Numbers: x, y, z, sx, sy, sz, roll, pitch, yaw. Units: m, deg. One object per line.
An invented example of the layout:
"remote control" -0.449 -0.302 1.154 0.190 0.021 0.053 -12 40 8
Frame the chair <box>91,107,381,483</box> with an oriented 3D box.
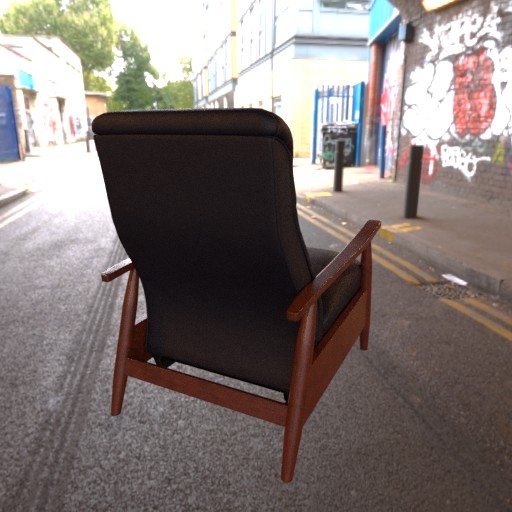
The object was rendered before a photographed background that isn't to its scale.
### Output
"chair" 0.000 0.000 1.765 0.762 1.082 1.014 8 18 26
